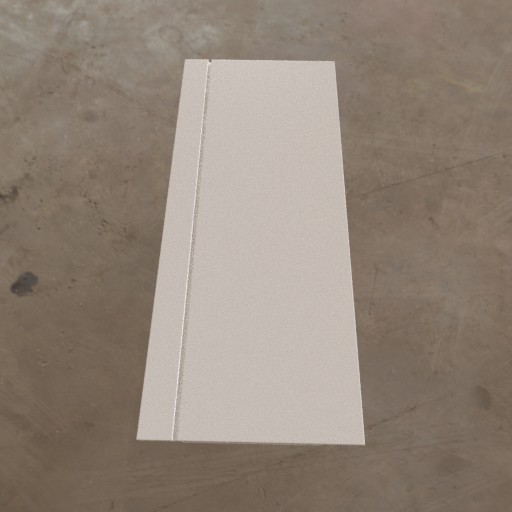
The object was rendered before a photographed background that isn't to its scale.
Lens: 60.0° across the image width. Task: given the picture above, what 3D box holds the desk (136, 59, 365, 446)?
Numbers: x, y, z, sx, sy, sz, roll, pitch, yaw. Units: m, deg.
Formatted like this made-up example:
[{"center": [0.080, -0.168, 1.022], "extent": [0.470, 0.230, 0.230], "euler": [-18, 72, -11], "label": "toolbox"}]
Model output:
[{"center": [0.000, 0.000, 1.983], "extent": [0.670, 0.760, 1.580], "euler": [1, 64, 1], "label": "desk"}]
